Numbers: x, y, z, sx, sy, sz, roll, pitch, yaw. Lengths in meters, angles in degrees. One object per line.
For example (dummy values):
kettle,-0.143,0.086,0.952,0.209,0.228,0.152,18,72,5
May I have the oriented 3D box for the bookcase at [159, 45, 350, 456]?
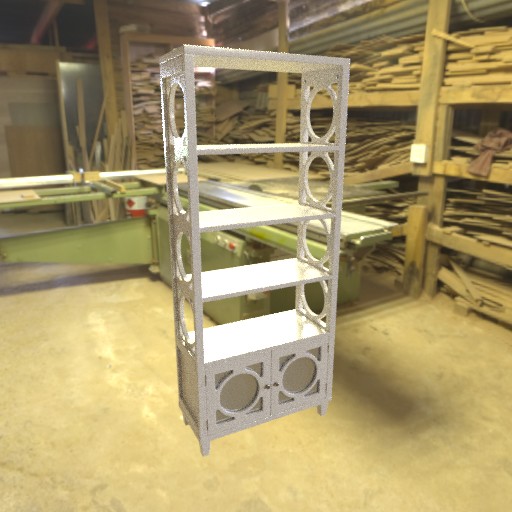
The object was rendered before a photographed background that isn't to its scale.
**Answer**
bookcase,0.000,0.000,2.169,0.761,1.869,0.361,-8,18,-26
